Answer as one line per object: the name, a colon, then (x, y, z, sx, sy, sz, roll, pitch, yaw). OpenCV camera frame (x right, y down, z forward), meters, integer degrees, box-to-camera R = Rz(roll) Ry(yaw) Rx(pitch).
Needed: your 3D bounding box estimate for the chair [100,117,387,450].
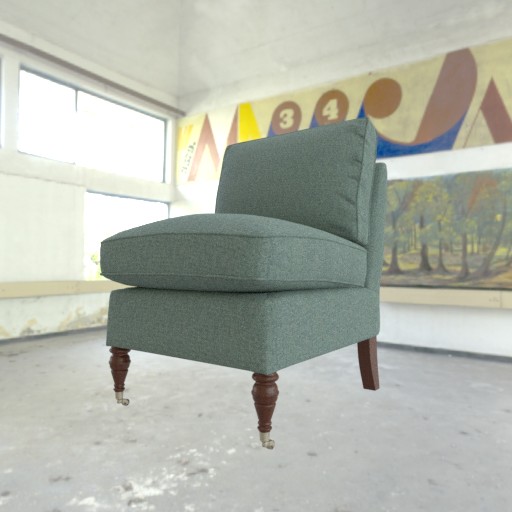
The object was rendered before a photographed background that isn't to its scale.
chair: (0.000, 0.000, 1.426, 0.624, 0.901, 0.796, -1, -1, 36)
